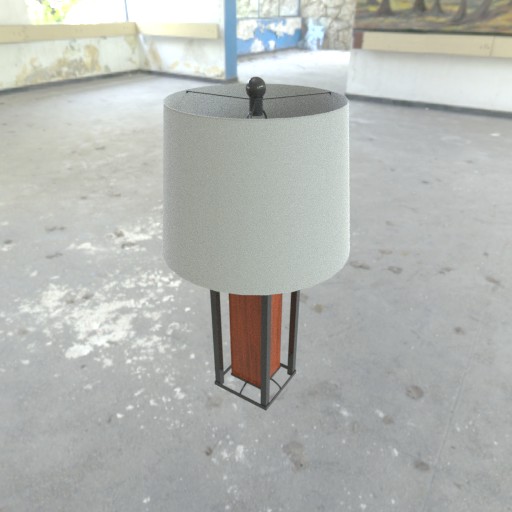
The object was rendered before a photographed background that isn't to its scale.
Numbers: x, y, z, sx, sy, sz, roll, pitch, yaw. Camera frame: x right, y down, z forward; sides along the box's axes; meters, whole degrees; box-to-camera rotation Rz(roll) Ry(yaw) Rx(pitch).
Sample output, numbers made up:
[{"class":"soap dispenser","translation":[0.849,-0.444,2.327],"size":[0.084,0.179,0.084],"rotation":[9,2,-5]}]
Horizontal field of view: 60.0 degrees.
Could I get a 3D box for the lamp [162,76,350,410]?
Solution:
[{"class":"lamp","translation":[0.000,0.000,0.780],"size":[0.320,0.591,0.320],"rotation":[0,30,0]}]
